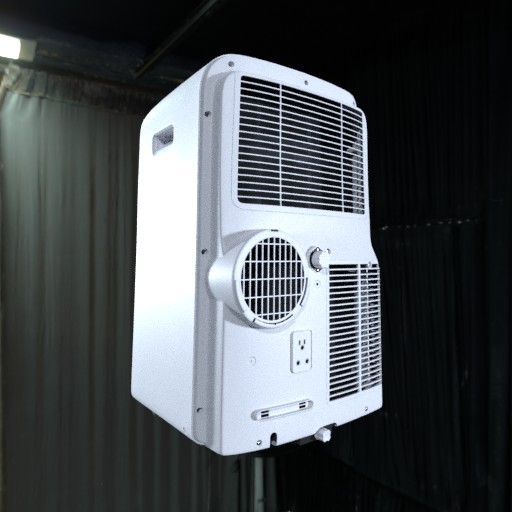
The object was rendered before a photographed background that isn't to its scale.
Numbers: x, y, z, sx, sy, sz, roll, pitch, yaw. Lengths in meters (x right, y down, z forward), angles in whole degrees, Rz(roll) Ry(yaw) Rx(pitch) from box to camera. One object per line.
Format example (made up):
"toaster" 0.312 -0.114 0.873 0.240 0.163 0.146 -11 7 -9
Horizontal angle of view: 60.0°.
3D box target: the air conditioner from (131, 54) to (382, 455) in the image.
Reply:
"air conditioner" 0.000 0.000 1.054 0.478 0.765 0.467 0 0 -38
